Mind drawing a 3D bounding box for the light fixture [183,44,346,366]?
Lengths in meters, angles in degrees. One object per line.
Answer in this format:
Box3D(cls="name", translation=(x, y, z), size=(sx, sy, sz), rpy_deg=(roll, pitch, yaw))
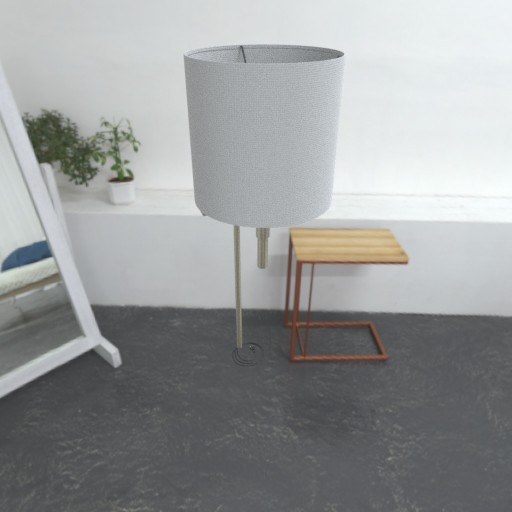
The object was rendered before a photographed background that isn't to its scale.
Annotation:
Box3D(cls="light fixture", translation=(0.000, 0.000, 0.695), size=(0.188, 0.589, 0.248), rpy_deg=(-10, 32, -16))
